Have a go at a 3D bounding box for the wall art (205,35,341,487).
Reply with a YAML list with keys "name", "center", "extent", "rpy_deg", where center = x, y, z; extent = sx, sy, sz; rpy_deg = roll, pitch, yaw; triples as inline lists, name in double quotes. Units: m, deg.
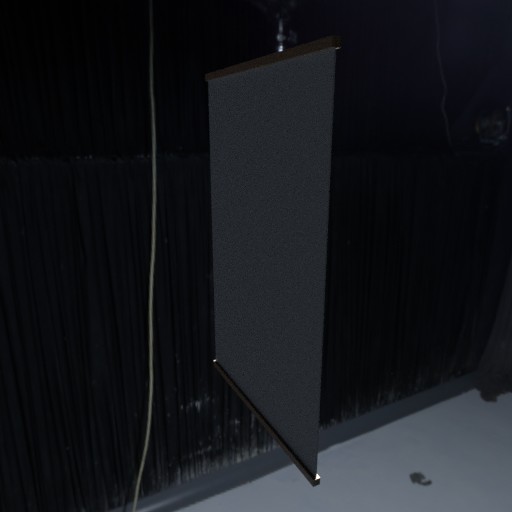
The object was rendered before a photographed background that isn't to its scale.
- name: "wall art"
  center: [0.000, 0.000, 1.861]
  extent: [0.030, 1.519, 0.990]
  rpy_deg: [-8, 18, -26]
